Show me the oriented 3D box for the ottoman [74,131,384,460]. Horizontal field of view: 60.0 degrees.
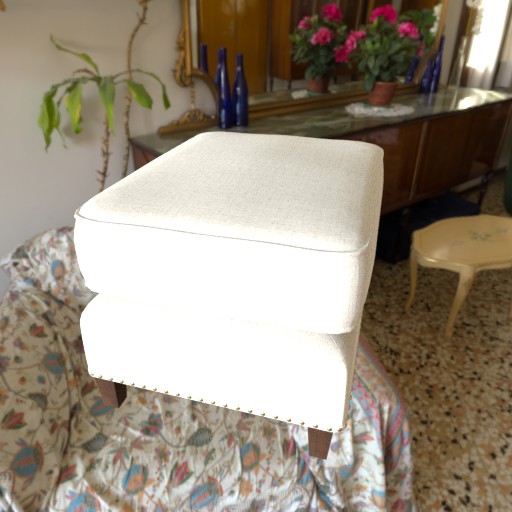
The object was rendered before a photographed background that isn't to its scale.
[{"bbox_3d":[0.000,0.000,1.155,0.589,0.537,0.738,8,30,14],"label":"ottoman"}]
